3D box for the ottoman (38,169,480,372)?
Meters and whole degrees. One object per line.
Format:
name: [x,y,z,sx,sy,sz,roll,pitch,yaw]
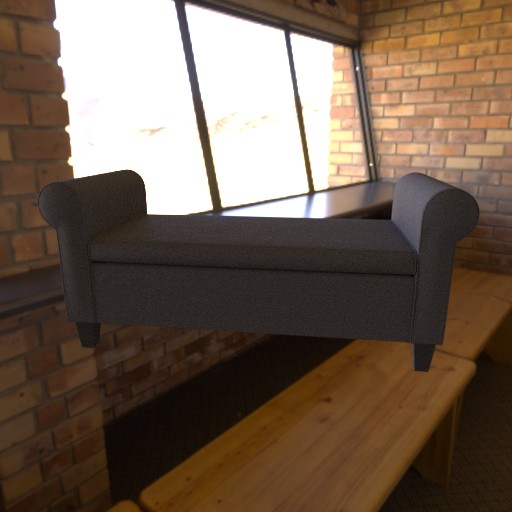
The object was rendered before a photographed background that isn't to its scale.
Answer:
ottoman: [0.000,0.000,1.540,1.256,0.547,0.521,2,16,8]
